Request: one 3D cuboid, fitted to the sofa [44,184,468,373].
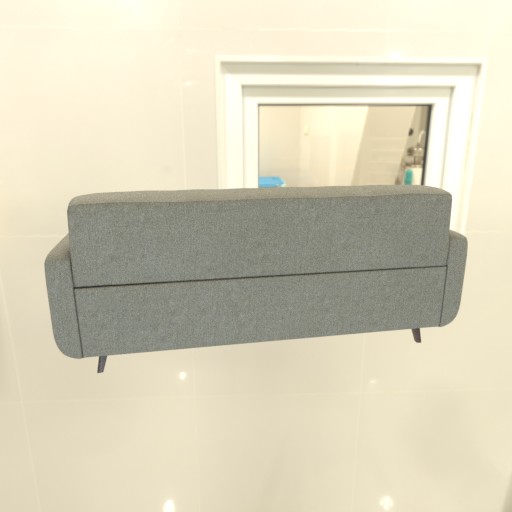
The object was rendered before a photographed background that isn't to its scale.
[{"bbox_3d":[0.000,0.000,2.586,2.055,0.873,0.968,-3,17,-10],"label":"sofa"}]
